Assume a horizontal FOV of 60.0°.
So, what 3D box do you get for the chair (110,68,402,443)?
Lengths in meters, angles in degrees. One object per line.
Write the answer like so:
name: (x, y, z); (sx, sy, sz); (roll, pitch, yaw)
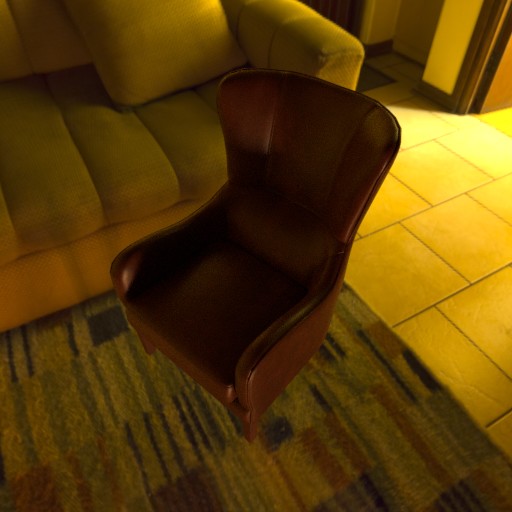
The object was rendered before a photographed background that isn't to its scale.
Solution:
chair: (0.000, 0.000, 1.673); (0.692, 1.048, 0.914); (32, 54, 26)
